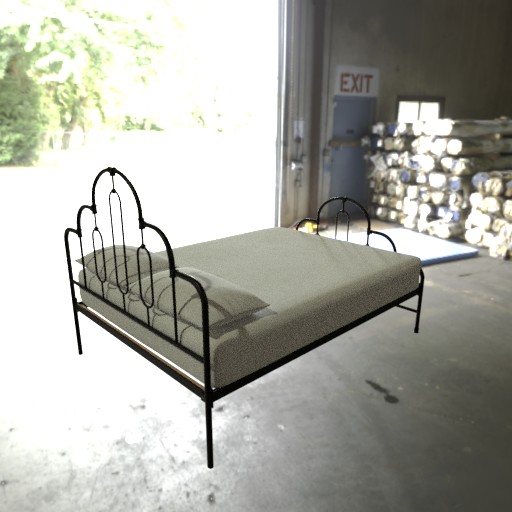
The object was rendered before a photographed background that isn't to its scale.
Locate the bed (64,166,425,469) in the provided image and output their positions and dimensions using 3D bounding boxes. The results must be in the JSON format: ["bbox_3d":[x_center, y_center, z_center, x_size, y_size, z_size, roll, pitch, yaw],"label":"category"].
[{"bbox_3d":[0.000,0.000,3.298,2.181,1.444,1.626,-15,22,-41],"label":"bed"}]
